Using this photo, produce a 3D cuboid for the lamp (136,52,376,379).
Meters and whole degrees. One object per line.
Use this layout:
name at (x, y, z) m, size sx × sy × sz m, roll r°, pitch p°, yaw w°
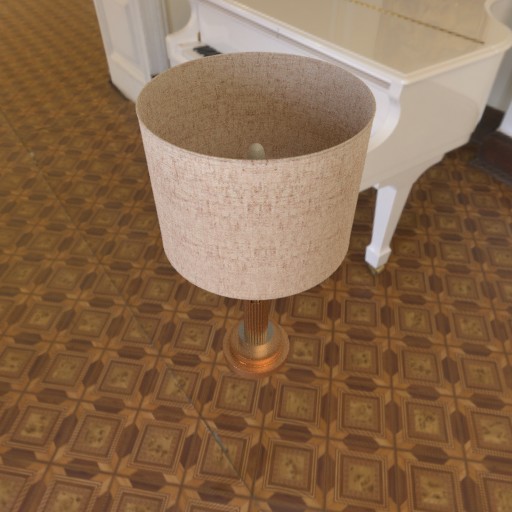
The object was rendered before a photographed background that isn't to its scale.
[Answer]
lamp at (0.000, 0.000, 0.816) m, size 0.321 × 0.610 × 0.321 m, roll -16°, pitch 47°, yaw -16°
